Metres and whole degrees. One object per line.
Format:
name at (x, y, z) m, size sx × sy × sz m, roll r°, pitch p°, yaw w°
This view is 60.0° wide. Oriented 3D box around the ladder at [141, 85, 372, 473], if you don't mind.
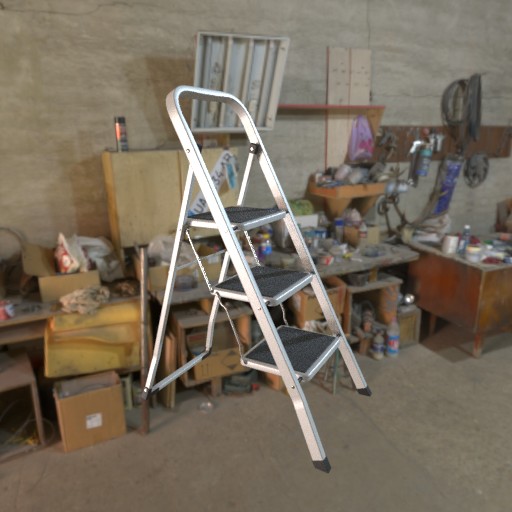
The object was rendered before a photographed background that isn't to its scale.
ladder at (0.000, 0.000, 1.454) m, size 0.711 × 1.050 × 0.460 m, roll 8°, pitch 16°, yaw 28°
